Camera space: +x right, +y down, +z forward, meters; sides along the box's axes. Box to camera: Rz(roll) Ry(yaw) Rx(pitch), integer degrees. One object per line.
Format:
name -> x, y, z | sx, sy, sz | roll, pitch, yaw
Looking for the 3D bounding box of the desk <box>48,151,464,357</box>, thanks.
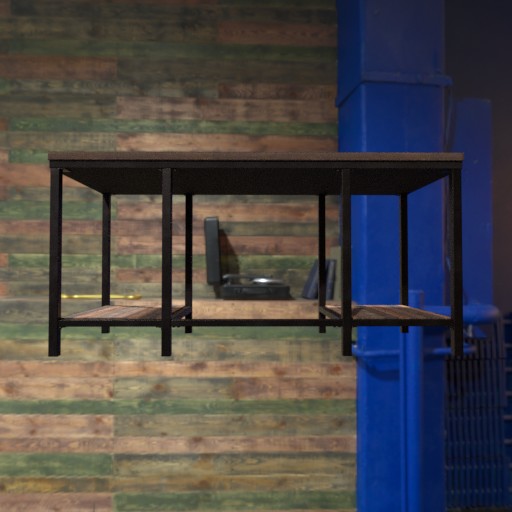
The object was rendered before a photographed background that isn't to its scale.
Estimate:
desk -> 0.000, 0.000, 1.938 | 1.538, 0.753, 0.617 | 0, -2, -1
